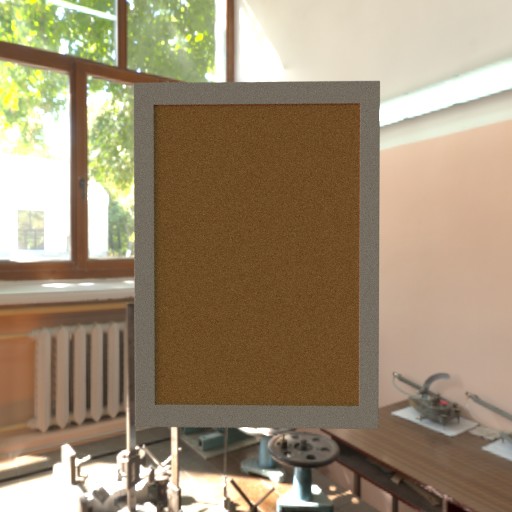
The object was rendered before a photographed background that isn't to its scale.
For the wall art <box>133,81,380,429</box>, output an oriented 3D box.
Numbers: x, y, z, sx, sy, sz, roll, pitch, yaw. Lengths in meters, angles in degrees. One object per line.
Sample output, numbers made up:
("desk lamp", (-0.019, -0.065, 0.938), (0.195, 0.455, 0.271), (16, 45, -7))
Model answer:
("wall art", (0.000, 0.000, 0.682), (0.374, 0.529, 0.012), (0, 1, 1))
